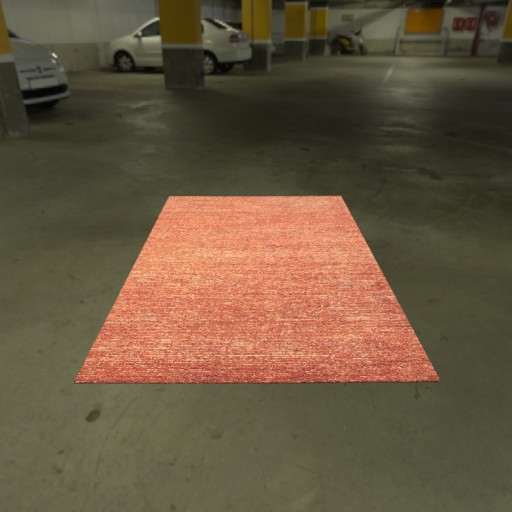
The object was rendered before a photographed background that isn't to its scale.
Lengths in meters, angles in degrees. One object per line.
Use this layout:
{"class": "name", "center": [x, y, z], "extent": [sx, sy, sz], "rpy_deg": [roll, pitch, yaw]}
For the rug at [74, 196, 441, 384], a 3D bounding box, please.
{"class": "rug", "center": [0.000, 0.000, 2.152], "extent": [1.139, 0.011, 1.747], "rpy_deg": [0, 27, 0]}
